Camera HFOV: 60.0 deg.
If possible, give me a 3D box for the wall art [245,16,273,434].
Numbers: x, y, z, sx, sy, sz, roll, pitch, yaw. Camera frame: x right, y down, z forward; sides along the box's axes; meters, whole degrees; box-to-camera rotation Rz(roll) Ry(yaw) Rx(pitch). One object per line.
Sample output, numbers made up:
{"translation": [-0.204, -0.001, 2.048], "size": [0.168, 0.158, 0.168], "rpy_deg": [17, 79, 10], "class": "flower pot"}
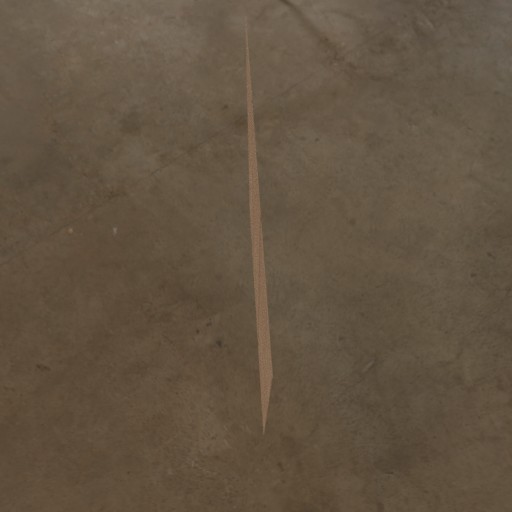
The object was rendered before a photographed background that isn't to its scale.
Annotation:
{"translation": [0.000, 0.000, 2.199], "size": [0.002, 1.505, 1.517], "rpy_deg": [-3, 63, -2], "class": "wall art"}
